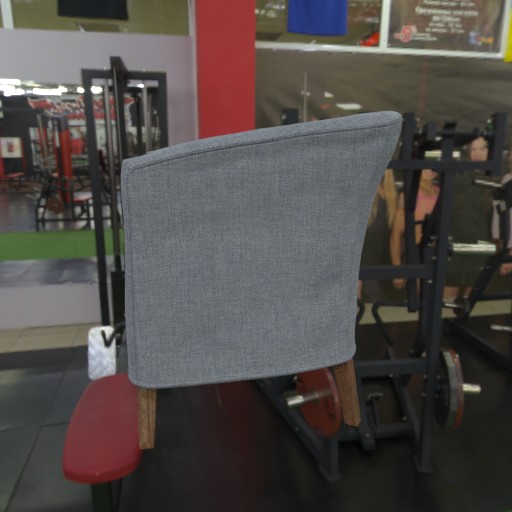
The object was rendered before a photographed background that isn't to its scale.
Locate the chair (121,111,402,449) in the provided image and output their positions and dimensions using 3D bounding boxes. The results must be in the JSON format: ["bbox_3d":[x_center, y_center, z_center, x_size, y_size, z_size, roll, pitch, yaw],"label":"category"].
[{"bbox_3d":[0.000,0.000,1.249,0.668,0.771,0.600,-2,15,-8],"label":"chair"}]
